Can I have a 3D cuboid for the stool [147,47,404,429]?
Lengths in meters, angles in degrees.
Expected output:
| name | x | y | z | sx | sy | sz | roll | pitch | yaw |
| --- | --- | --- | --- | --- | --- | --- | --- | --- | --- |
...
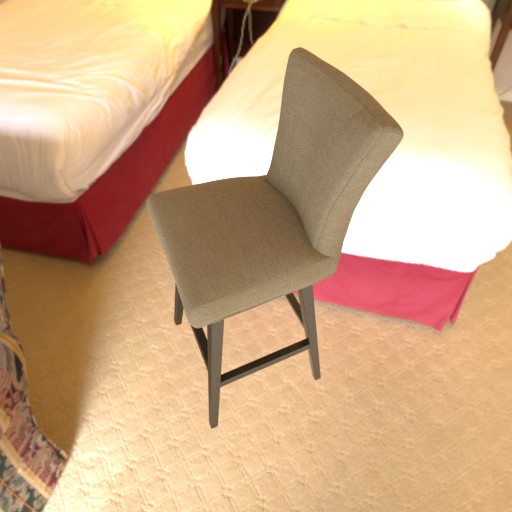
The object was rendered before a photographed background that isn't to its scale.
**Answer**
| name | x | y | z | sx | sy | sz | roll | pitch | yaw |
| --- | --- | --- | --- | --- | --- | --- | --- | --- | --- |
| stool | 0.000 | 0.000 | 1.443 | 0.574 | 1.086 | 0.514 | -16 | 48 | -15 |
